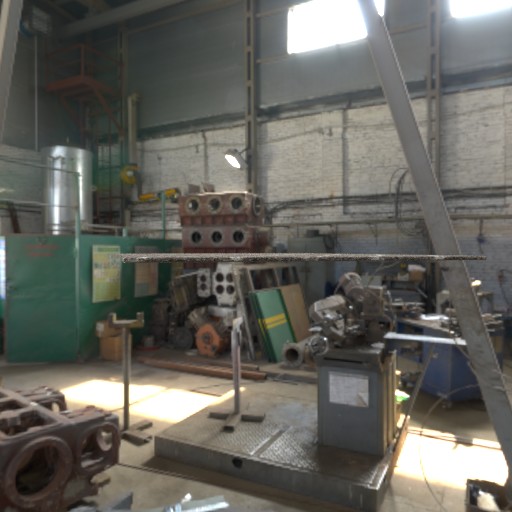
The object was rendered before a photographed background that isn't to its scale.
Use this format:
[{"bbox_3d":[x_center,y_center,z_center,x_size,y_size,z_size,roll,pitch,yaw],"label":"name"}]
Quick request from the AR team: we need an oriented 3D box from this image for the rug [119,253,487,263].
[{"bbox_3d":[0.000,0.000,4.165,2.438,0.029,3.047,0,1,-17],"label":"rug"}]
